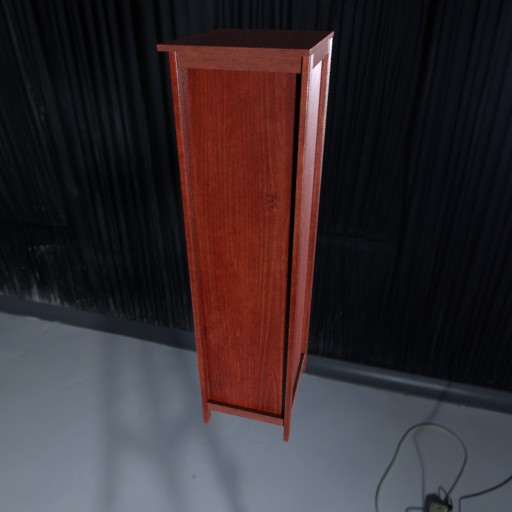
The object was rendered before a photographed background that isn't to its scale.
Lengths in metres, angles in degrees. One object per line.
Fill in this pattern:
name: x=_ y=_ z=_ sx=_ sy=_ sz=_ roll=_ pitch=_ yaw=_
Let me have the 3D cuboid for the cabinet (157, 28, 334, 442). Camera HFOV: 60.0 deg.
cabinet: x=0.000 y=0.000 z=1.706 sx=0.401 sy=1.518 sz=0.500 roll=8 pitch=32 yaw=13
